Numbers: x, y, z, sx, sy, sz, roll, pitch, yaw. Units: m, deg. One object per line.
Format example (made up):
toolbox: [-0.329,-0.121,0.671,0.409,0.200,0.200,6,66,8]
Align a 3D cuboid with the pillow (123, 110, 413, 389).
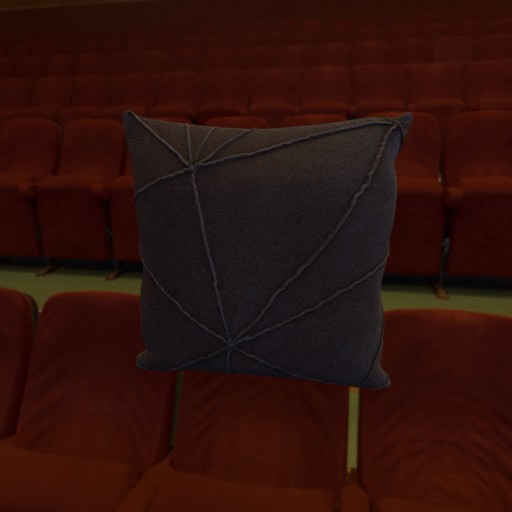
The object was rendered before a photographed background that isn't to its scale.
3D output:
pillow: [0.000,0.000,0.697,0.439,0.440,0.183,3,15,10]
